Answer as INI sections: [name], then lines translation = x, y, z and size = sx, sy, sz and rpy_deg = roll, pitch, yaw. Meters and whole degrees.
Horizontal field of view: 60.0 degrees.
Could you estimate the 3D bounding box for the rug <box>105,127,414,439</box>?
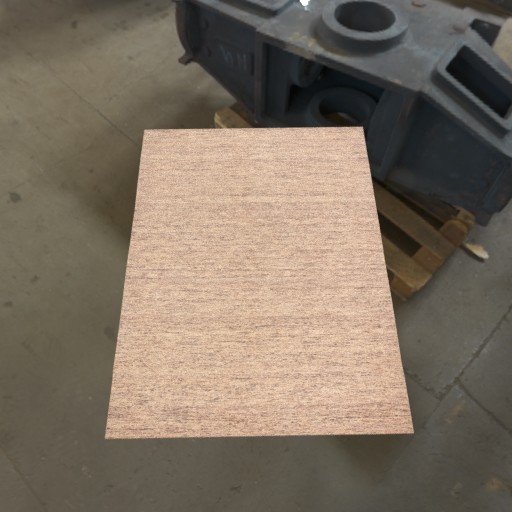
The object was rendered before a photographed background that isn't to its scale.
[rug]
translation = 0.000, 0.000, 4.232
size = 2.448, 0.013, 3.205
rpy_deg = -1, 63, 0
